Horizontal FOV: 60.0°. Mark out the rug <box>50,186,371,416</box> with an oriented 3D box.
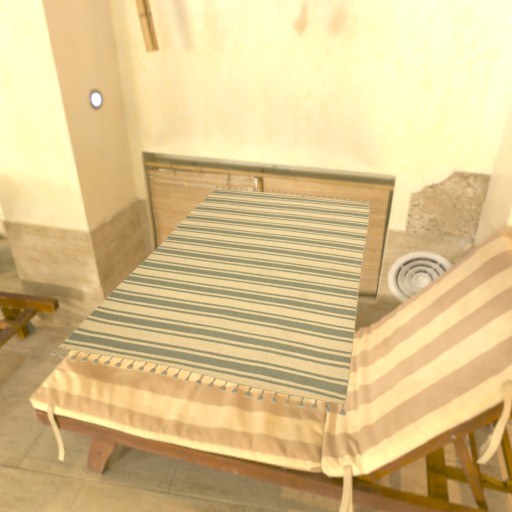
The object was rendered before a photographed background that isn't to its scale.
[{"bbox_3d":[0.000,0.000,2.573,1.222,0.009,2.084,8,30,13],"label":"rug"}]
